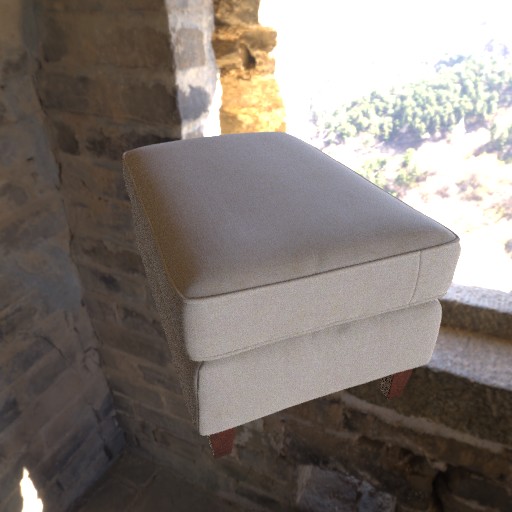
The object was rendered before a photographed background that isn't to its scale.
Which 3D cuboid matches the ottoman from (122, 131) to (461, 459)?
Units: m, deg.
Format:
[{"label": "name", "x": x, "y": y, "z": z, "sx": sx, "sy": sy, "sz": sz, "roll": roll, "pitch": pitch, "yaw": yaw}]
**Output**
[{"label": "ottoman", "x": 0.000, "y": 0.000, "z": 1.211, "sx": 0.583, "sy": 0.484, "sz": 0.862, "roll": -11, "pitch": 33, "yaw": -18}]
